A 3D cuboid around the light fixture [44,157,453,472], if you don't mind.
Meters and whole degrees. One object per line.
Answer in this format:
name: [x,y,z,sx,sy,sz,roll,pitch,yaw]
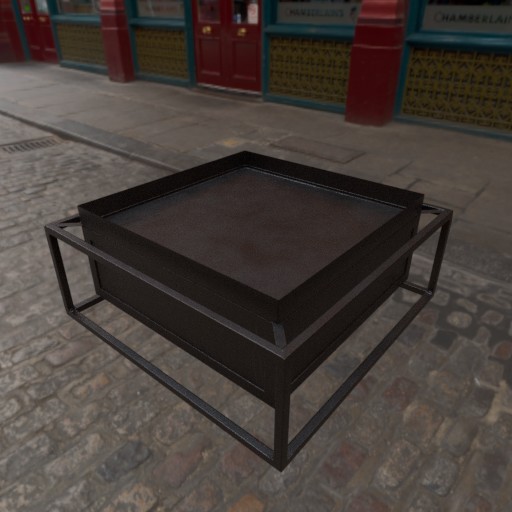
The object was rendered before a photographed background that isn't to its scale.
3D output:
light fixture: [0.000,0.000,0.703,0.441,0.191,0.441,22,36,34]
